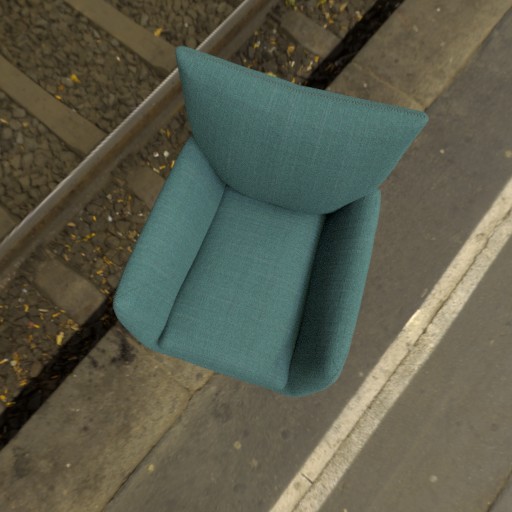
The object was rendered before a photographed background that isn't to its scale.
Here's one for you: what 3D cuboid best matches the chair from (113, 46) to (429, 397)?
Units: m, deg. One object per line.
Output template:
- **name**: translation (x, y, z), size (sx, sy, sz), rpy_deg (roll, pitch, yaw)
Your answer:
- **chair**: translation (0.000, 0.000, 1.435), size (0.678, 0.859, 0.769), rpy_deg (17, 75, 5)
